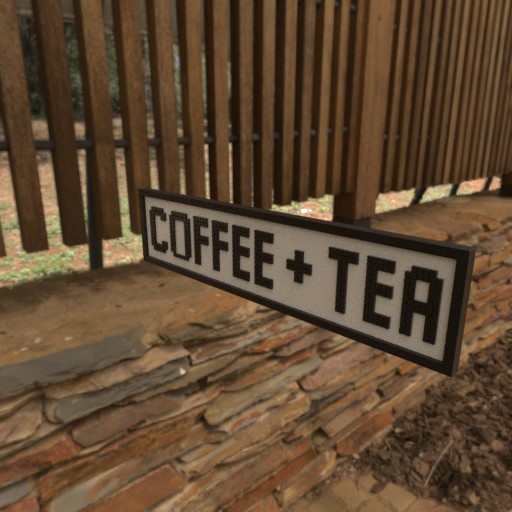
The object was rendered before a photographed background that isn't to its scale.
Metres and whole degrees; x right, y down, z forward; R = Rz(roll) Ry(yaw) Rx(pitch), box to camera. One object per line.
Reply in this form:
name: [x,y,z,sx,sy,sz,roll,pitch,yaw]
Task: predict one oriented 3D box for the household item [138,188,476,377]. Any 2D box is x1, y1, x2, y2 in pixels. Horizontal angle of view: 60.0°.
household item: [0.000,0.000,1.101,1.001,0.236,0.030,16,23,42]
